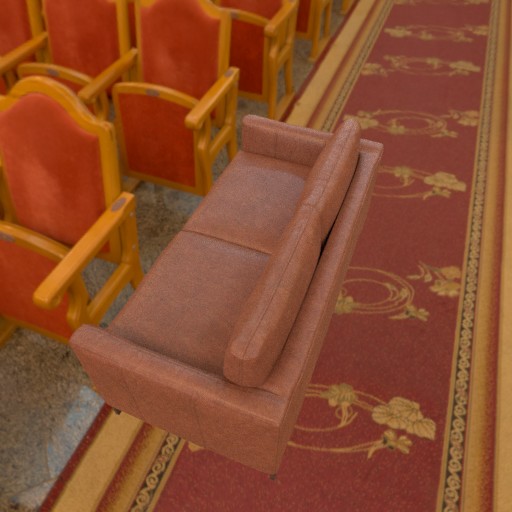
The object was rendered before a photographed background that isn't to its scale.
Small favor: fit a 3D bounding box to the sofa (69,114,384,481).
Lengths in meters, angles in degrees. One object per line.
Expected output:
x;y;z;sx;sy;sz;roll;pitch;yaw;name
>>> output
0.000;0.000;2.280;0.899;0.883;1.797;16;50;14;sofa
